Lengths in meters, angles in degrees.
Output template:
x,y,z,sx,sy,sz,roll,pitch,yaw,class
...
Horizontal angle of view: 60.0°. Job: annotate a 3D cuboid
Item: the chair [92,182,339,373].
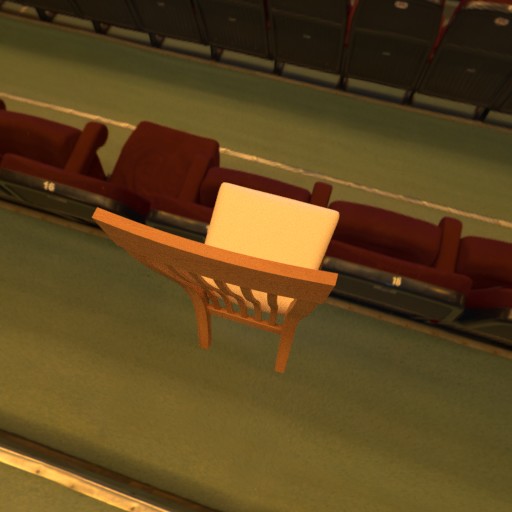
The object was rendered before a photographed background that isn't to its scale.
x,y,z,sx,sy,sz,roll,pitch,yaw,class
0.000,0.000,1.357,0.450,1.050,0.580,16,63,8,chair
